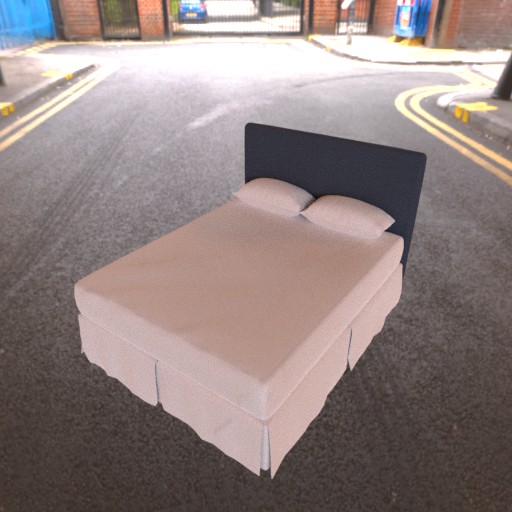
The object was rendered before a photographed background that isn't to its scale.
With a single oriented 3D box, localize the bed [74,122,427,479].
[{"bbox_3d":[0.000,0.000,3.269,1.713,1.330,2.162,20,36,30],"label":"bed"}]
